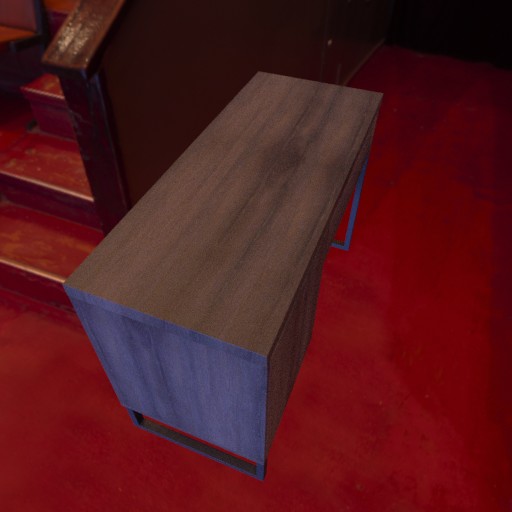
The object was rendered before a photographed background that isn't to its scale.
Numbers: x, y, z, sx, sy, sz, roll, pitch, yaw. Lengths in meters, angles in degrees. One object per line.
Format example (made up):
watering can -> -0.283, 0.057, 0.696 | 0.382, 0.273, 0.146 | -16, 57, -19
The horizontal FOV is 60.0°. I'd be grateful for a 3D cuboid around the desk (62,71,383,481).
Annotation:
desk -> 0.000, 0.000, 1.531 | 0.511, 0.752, 1.134 | 16, 49, 15
